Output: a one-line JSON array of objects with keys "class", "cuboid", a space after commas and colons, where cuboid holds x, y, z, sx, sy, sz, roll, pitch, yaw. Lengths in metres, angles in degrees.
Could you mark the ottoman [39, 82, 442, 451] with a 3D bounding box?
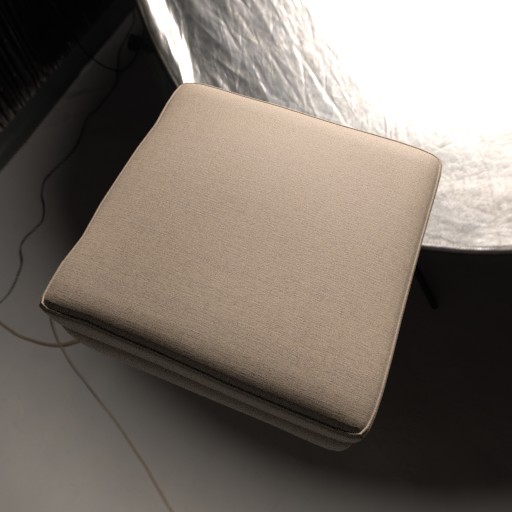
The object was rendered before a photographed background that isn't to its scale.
[{"class": "ottoman", "cuboid": [0.000, 0.000, 1.318, 0.838, 0.481, 0.838, 20, 66, 9]}]
